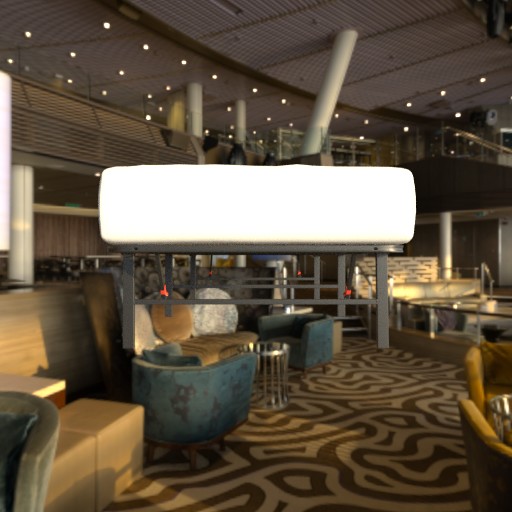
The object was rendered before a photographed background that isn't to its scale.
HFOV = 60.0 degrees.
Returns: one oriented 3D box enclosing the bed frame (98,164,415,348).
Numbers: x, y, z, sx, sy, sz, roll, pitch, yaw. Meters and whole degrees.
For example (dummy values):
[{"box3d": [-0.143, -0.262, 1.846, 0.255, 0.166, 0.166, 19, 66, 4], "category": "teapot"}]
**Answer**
[{"box3d": [0.000, 0.000, 2.342, 1.025, 0.640, 1.908, 0, 0, 0], "category": "bed frame"}]
